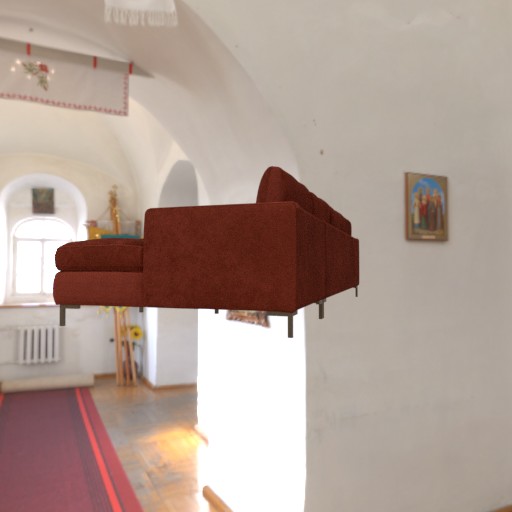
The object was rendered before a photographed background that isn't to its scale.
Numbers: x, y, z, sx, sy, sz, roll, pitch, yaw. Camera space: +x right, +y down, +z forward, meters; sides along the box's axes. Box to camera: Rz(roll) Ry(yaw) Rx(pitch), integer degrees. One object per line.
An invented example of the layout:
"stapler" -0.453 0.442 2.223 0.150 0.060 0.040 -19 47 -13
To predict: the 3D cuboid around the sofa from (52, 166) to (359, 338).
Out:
"sofa" 0.000 0.000 3.542 1.350 0.810 2.932 0 -1 19
